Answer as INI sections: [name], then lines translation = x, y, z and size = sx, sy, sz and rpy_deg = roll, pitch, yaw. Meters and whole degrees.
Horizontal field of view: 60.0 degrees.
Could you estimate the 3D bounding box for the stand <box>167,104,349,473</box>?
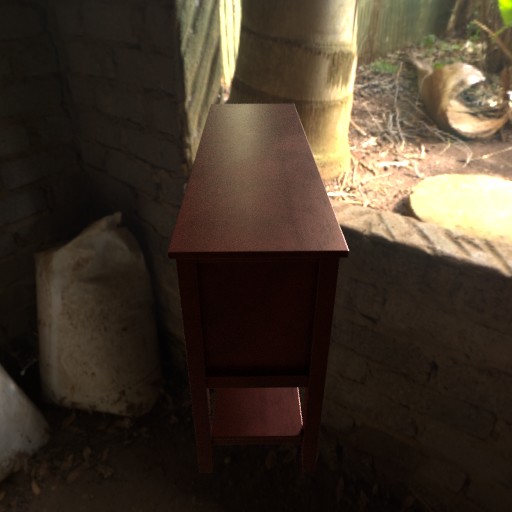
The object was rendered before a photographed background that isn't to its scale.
[stand]
translation = 0.000, 0.000, 1.778
size = 0.410, 0.872, 1.362
rpy_deg = 0, 32, -1
